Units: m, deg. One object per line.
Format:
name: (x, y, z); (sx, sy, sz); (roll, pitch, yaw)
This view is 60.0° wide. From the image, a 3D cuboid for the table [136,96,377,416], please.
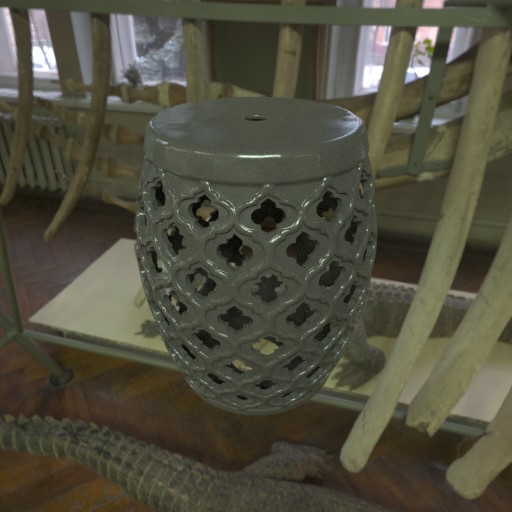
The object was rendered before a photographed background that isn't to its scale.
table: (0.000, 0.000, 0.632); (0.325, 0.388, 0.325); (0, 31, 0)
